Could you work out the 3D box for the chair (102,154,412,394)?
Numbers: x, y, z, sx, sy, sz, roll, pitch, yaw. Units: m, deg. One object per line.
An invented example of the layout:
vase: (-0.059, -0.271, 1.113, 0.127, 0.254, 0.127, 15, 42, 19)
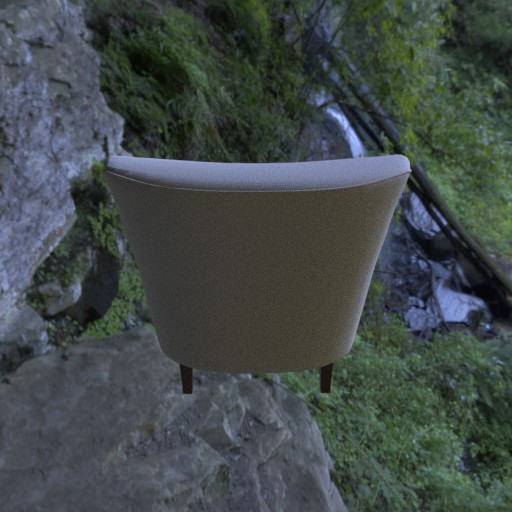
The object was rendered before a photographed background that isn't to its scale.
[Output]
chair: (0.000, 0.000, 1.550, 0.756, 0.916, 0.879, 0, 32, 0)
